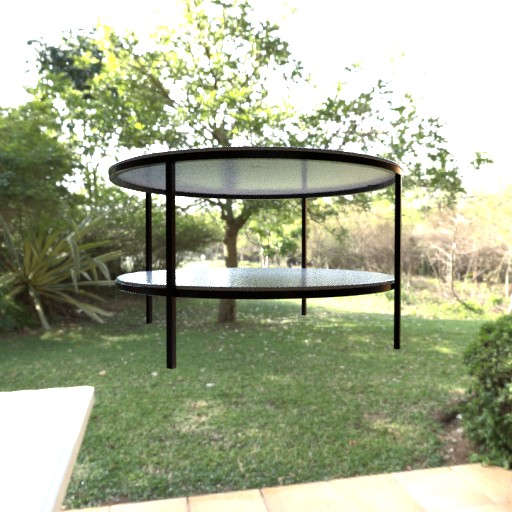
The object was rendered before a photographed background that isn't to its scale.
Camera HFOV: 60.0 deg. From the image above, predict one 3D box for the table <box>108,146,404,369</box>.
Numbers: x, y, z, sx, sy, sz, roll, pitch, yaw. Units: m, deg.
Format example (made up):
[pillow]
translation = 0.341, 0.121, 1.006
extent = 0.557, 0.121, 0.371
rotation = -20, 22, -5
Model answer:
[table]
translation = 0.000, 0.000, 1.267
extent = 0.800, 0.450, 0.800
rotation = 0, 1, 0
